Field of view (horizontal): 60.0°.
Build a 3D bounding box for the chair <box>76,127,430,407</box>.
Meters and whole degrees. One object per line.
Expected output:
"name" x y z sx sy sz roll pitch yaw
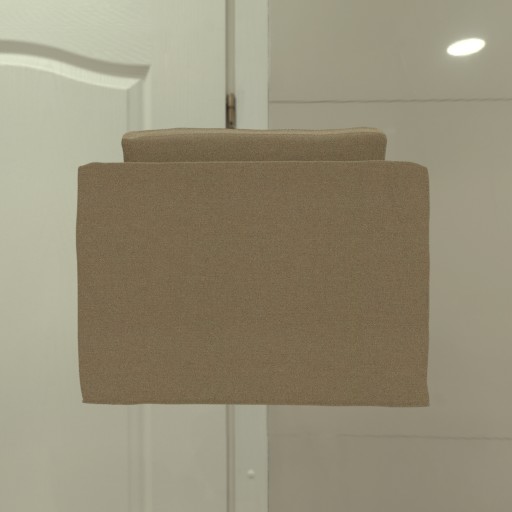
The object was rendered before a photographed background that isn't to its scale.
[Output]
"chair" 0.000 0.000 1.735 1.057 0.863 0.949 0 0 2
